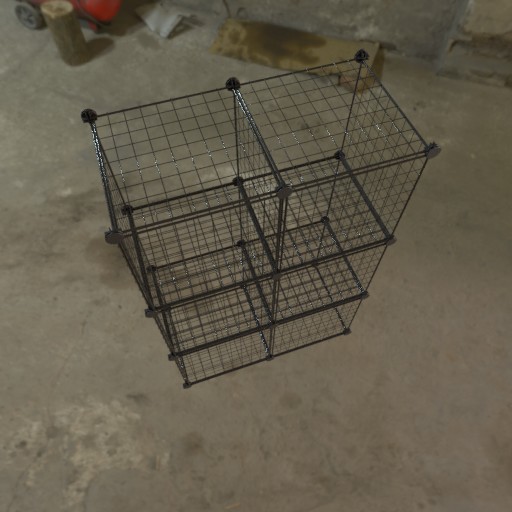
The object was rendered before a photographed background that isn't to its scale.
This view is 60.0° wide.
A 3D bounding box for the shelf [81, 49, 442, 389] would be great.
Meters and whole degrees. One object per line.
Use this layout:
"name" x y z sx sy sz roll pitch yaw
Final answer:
"shelf" 0.000 0.000 1.413 0.711 1.067 0.356 -16 60 -10
